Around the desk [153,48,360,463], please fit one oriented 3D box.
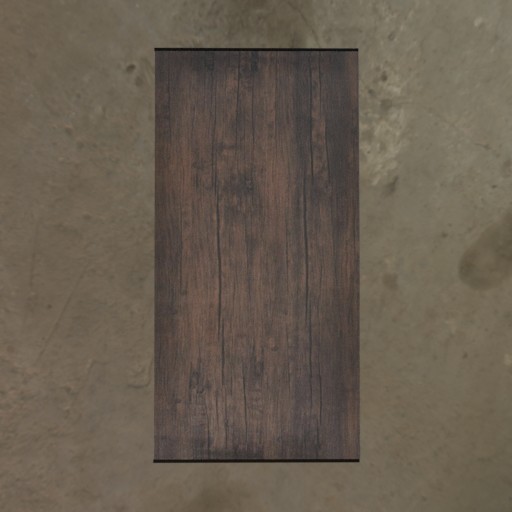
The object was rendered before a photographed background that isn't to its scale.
[{"bbox_3d":[0.000,0.000,1.459,0.505,0.747,1.015,0,89,0],"label":"desk"}]
